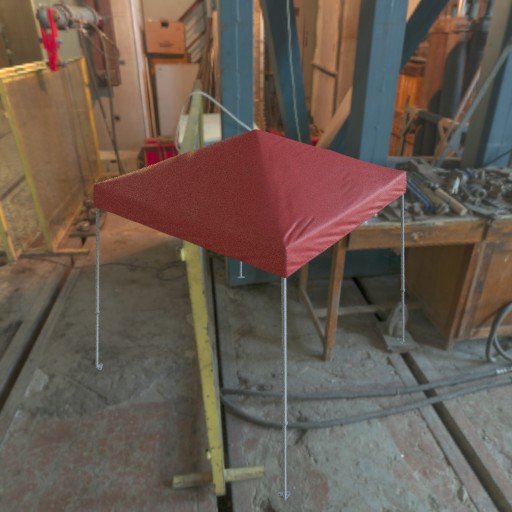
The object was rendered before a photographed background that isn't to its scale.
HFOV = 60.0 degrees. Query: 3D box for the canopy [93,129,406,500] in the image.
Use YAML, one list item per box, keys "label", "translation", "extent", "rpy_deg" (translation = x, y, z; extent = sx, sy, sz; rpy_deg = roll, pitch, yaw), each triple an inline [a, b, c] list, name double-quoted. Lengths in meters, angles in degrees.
- label: "canopy"
  translation: [0.000, 0.000, 6.407]
  extent: [3.599, 3.600, 3.600]
  rpy_deg: [20, 34, 33]
